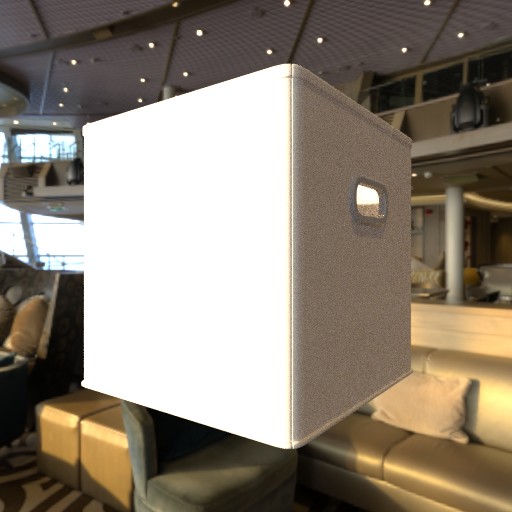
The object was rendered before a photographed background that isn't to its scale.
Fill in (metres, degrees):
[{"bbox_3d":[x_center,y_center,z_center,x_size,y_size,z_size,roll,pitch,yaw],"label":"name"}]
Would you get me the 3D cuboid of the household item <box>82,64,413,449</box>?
[{"bbox_3d":[0.000,0.000,0.555,0.305,0.305,0.305,0,0,37],"label":"household item"}]
